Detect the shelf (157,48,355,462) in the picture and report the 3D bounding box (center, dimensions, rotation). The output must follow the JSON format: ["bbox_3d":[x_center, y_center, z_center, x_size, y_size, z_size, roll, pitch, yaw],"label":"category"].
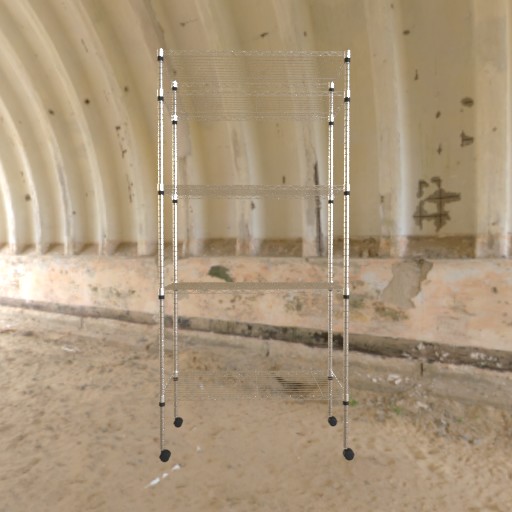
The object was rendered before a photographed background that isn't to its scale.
[{"bbox_3d":[0.000,0.000,1.880,0.762,1.587,0.356,0,1,-1],"label":"shelf"}]
